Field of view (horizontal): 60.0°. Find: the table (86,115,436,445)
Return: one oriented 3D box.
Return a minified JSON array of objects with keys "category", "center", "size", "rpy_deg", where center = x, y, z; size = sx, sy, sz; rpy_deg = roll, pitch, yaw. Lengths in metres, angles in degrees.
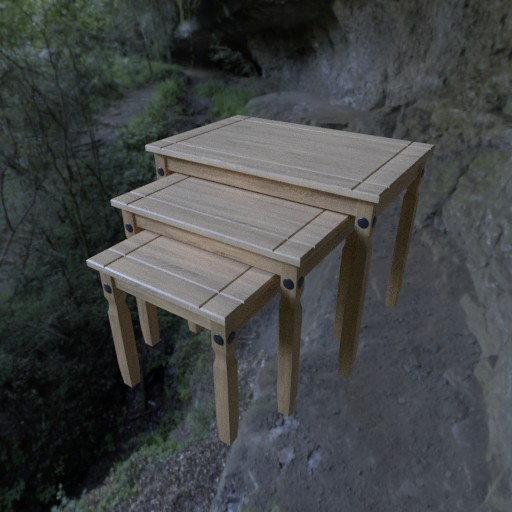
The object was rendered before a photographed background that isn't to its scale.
[{"category":"table","center":[0.000,0.000,1.216],"size":[0.660,0.535,0.773],"rpy_deg":[18,35,29]}]
